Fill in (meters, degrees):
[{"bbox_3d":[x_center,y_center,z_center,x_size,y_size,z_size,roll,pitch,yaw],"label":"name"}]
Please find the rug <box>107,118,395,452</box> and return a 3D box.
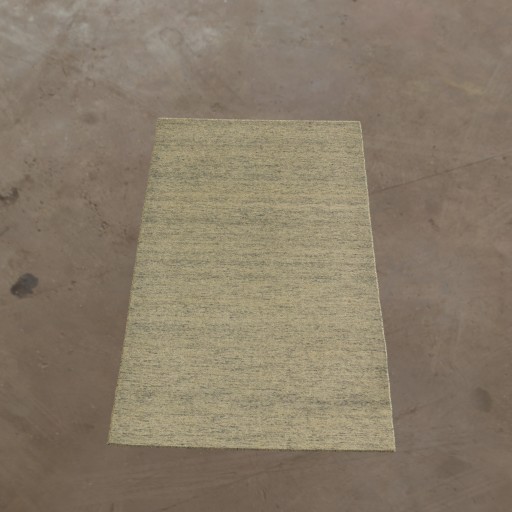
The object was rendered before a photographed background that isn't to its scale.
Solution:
[{"bbox_3d":[0.000,0.000,2.296,1.243,0.014,1.846,1,64,1],"label":"rug"}]
